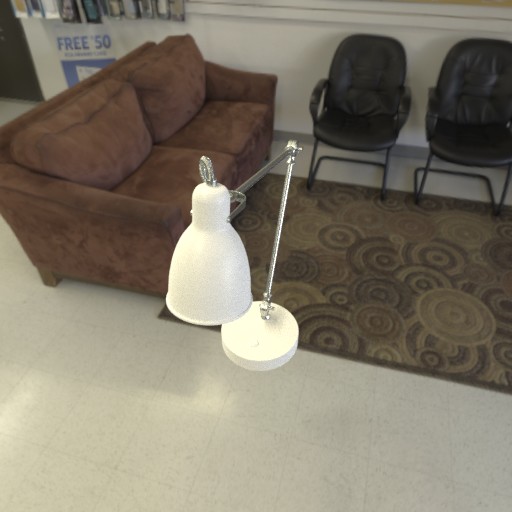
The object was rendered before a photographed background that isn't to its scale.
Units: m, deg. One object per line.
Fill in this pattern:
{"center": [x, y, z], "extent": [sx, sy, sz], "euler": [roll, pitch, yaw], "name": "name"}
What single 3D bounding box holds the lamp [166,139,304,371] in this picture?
{"center": [0.000, 0.000, 0.884], "extent": [0.187, 0.587, 0.561], "euler": [12, 42, 14], "name": "lamp"}
